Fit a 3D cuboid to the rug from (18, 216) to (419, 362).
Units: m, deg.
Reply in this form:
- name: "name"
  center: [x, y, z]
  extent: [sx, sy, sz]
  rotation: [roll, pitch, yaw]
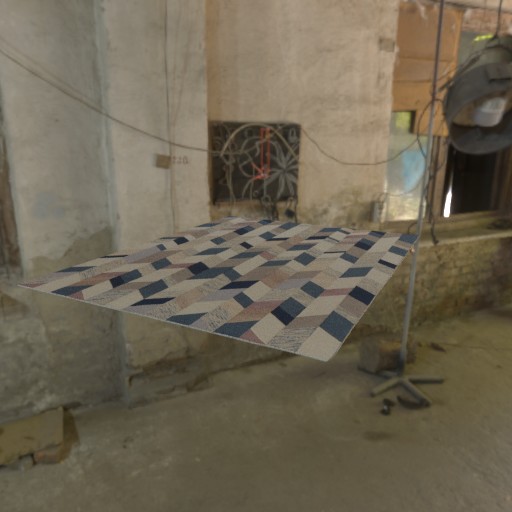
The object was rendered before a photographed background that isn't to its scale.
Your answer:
- name: "rug"
  center: [0.000, 0.000, 4.090]
  extent: [2.451, 0.011, 3.072]
  rotation: [8, 18, 27]
